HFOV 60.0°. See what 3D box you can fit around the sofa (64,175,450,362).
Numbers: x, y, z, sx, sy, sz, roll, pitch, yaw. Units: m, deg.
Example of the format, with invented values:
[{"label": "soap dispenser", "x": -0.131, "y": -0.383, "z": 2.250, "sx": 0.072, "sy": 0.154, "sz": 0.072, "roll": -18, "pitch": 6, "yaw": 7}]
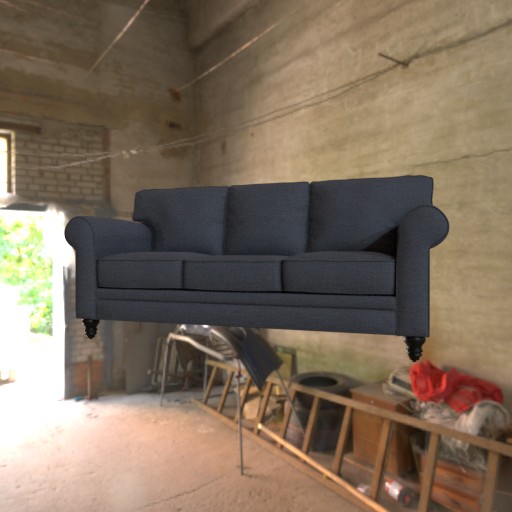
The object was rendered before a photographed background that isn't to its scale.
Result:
[{"label": "sofa", "x": 0.000, "y": 0.000, "z": 2.663, "sx": 2.084, "sy": 0.966, "sz": 0.909, "roll": 0, "pitch": 0, "yaw": 18}]
